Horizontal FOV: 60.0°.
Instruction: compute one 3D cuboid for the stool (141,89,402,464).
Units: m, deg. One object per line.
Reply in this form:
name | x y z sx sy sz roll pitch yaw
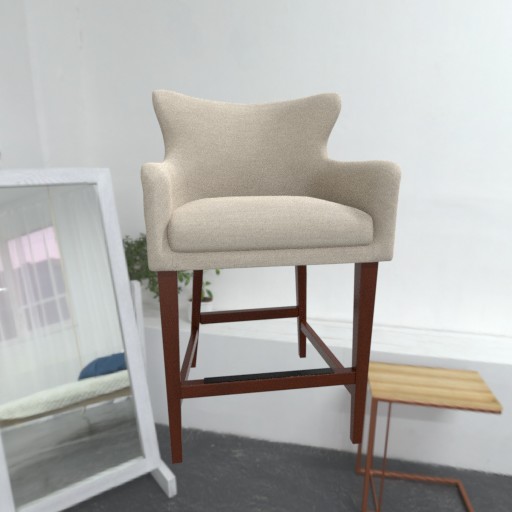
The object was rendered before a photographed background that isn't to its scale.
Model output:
stool | 0.000 0.000 1.374 0.615 0.987 0.637 -2 15 -9
